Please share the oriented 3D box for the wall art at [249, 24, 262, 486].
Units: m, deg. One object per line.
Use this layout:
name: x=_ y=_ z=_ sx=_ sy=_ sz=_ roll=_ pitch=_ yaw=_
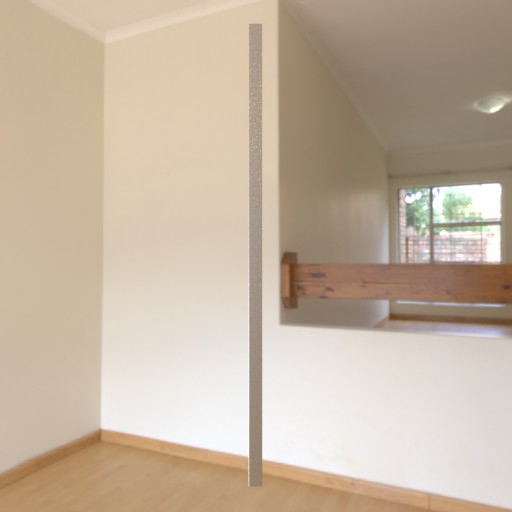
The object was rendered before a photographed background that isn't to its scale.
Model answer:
wall art: x=0.000 y=0.000 z=1.410 sx=0.030 sy=1.046 sz=0.816 roll=0 pitch=-1 yaw=0
